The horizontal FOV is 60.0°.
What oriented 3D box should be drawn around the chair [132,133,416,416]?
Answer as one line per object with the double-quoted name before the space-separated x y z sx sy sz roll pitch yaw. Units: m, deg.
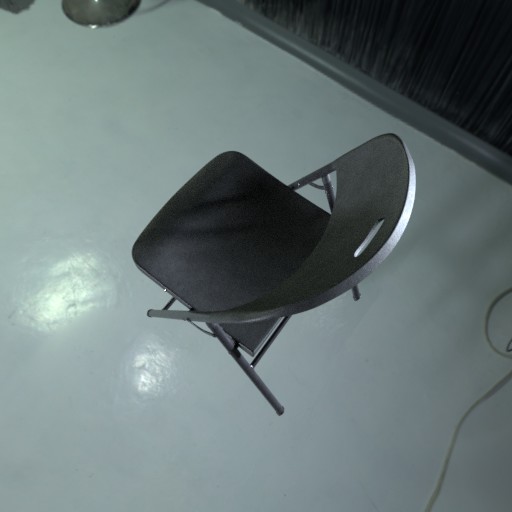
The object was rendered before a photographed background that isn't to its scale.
"chair" 0.000 0.000 1.153 0.566 0.810 0.494 33 69 15
